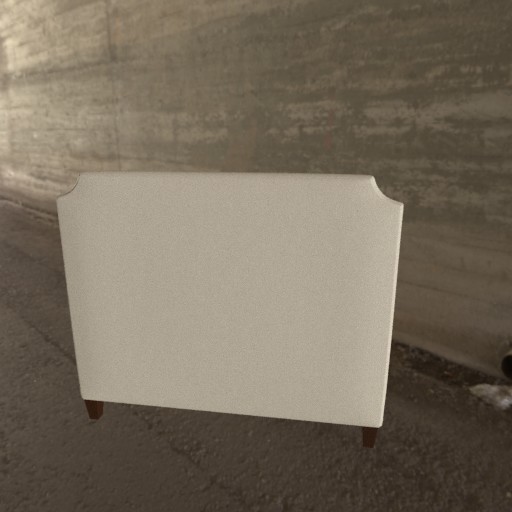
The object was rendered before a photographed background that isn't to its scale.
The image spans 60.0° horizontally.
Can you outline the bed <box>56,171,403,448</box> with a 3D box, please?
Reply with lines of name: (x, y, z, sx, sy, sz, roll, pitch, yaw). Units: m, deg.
bed: (0.000, 0.000, 3.372, 1.712, 1.443, 2.372, 2, 16, 9)
